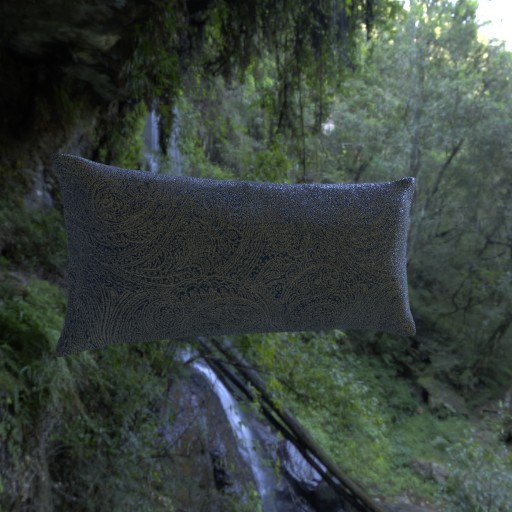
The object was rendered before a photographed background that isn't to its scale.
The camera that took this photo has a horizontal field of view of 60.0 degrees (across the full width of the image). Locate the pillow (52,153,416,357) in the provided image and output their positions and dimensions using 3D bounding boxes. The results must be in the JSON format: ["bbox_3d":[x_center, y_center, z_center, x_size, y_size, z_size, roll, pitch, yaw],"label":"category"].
[{"bbox_3d":[0.000,0.000,0.731,0.615,0.295,0.151,0,0,-17],"label":"pillow"}]
